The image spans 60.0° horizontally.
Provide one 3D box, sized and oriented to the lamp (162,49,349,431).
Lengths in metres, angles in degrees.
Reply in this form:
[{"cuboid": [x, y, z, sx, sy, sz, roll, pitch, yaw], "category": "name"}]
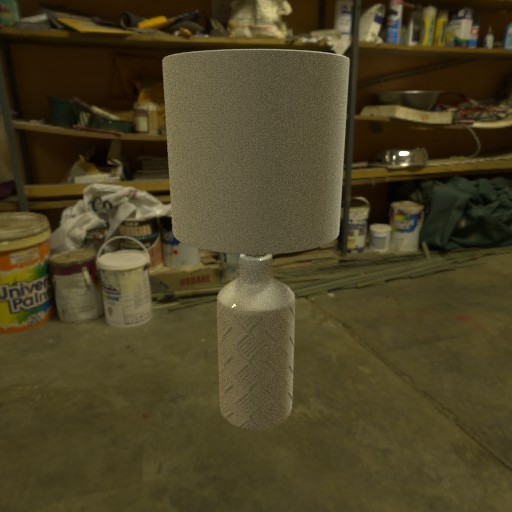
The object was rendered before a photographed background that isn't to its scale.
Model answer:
[{"cuboid": [0.000, 0.000, 0.570, 0.207, 0.461, 0.207, 8, 20, 24], "category": "lamp"}]
